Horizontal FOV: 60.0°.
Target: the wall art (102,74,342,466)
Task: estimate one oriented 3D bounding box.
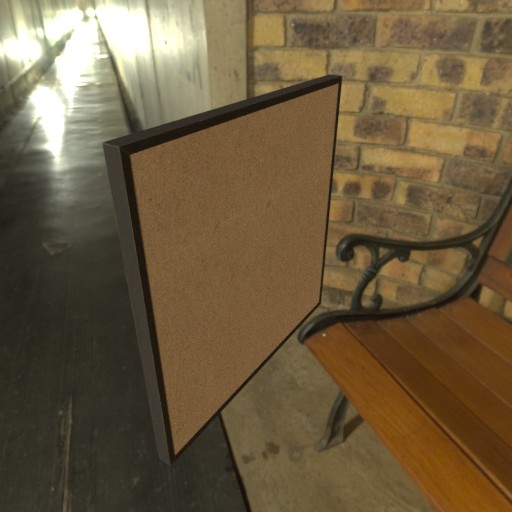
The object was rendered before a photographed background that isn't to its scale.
[{"bbox_3d":[0.000,0.000,1.123,0.038,0.762,0.762,19,36,29],"label":"wall art"}]
